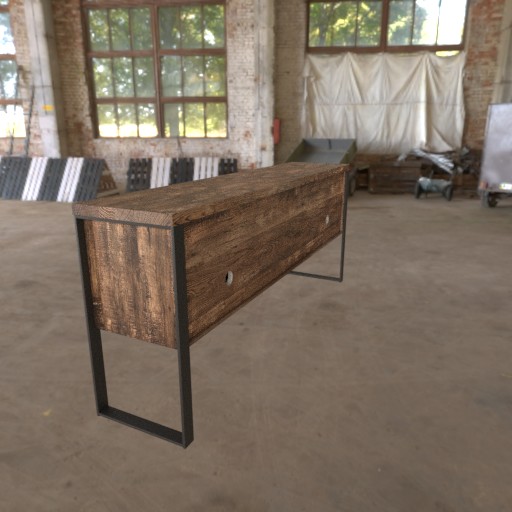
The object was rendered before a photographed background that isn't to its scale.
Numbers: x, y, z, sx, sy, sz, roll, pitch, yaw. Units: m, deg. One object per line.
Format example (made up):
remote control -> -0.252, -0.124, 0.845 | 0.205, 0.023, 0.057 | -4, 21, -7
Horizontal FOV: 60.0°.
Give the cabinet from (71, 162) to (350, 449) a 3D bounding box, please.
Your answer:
cabinet -> 0.000, 0.000, 2.162 | 0.395, 0.762, 1.800 | 8, 18, 25
